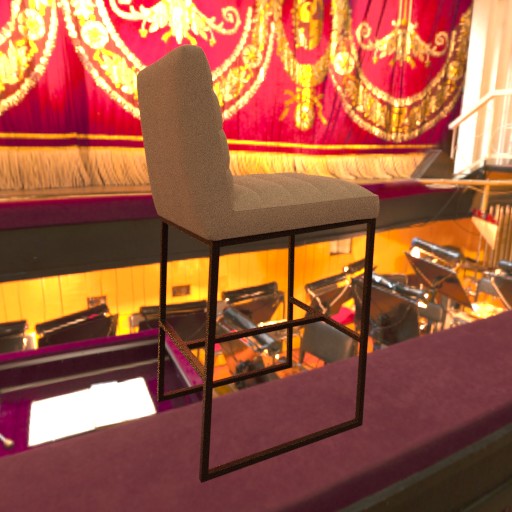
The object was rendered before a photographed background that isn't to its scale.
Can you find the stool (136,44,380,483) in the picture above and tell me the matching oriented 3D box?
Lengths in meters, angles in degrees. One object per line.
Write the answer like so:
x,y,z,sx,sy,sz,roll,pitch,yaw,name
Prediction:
0.000,0.000,1.337,0.573,1.061,0.464,-7,16,-26,stool
